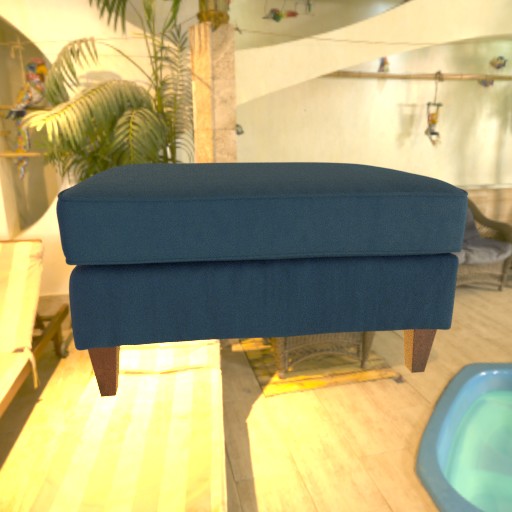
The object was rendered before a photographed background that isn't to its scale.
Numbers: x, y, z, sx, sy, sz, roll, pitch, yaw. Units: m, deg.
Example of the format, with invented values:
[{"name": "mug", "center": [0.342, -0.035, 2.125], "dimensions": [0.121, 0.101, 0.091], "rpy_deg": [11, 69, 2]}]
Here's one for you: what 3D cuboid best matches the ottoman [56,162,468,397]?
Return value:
[{"name": "ottoman", "center": [0.000, 0.000, 1.194], "dimensions": [0.862, 0.484, 0.583], "rpy_deg": [-2, 16, -8]}]
